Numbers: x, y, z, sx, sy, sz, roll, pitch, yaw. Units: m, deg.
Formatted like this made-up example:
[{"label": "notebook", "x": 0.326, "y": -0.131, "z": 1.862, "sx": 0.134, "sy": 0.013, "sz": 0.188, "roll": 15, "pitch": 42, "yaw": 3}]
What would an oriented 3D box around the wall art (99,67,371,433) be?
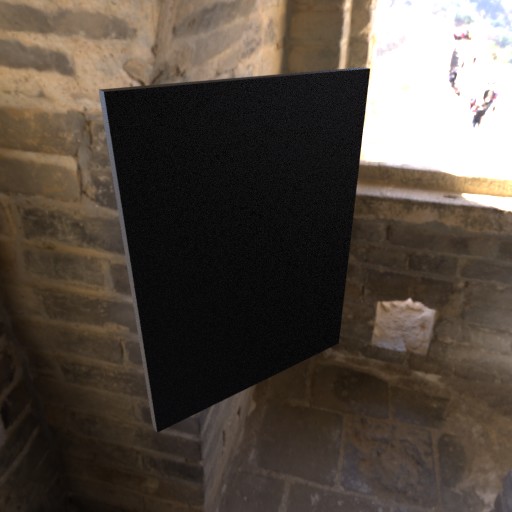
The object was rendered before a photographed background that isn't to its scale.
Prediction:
[{"label": "wall art", "x": 0.000, "y": 0.000, "z": 1.410, "sx": 0.806, "sy": 1.062, "sz": 0.038, "roll": -18, "pitch": 33, "yaw": -29}]
